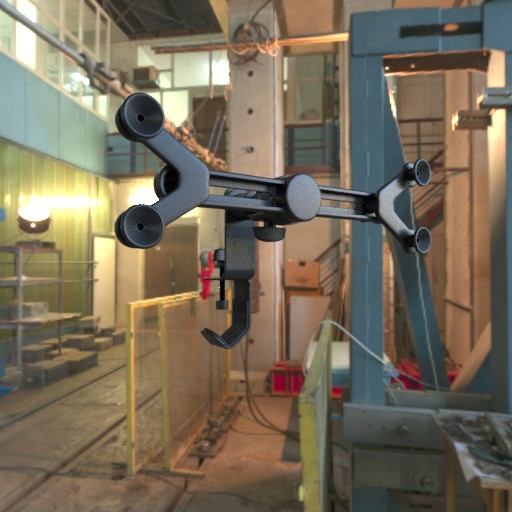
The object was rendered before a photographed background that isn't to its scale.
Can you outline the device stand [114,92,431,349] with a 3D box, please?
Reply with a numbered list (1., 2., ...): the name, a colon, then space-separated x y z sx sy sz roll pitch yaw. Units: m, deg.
1. device stand: 0.000 0.000 0.358 0.270 0.166 0.142 1 -1 -36
